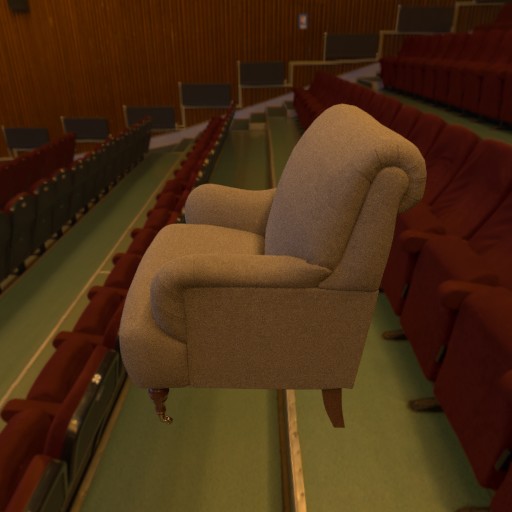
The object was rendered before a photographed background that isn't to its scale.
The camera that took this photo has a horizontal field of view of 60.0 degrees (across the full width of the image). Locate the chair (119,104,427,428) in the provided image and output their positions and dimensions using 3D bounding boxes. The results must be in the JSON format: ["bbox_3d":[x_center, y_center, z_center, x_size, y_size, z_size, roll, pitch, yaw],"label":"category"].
[{"bbox_3d":[0.000,0.000,1.545,0.843,0.942,0.766,0,26,0],"label":"chair"}]
